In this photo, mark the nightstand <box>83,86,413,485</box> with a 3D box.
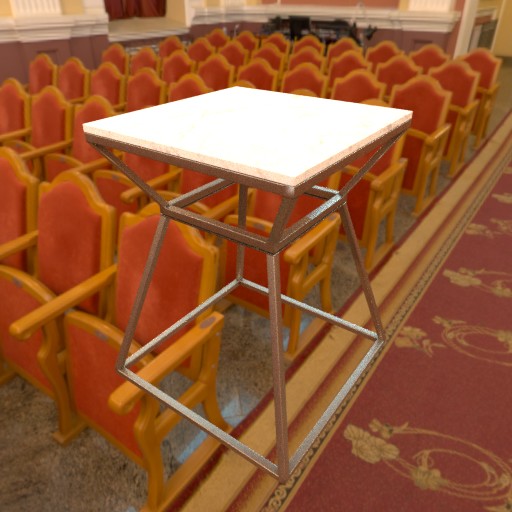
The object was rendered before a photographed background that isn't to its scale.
[{"bbox_3d":[0.000,0.000,0.901,0.455,0.554,0.455,20,37,30],"label":"nightstand"}]
